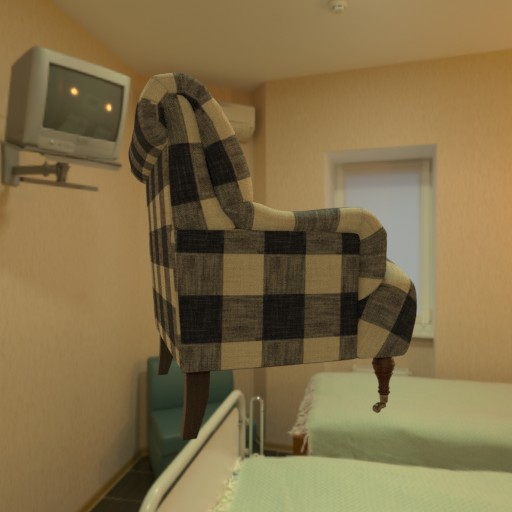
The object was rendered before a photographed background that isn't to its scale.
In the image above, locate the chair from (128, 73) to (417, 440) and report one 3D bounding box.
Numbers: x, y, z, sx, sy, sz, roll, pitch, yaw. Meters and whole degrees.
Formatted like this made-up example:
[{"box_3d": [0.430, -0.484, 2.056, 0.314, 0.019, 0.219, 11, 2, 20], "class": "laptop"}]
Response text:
[{"box_3d": [0.000, 0.000, 1.568, 0.848, 0.953, 0.781, 0, 1, -18], "class": "chair"}]
